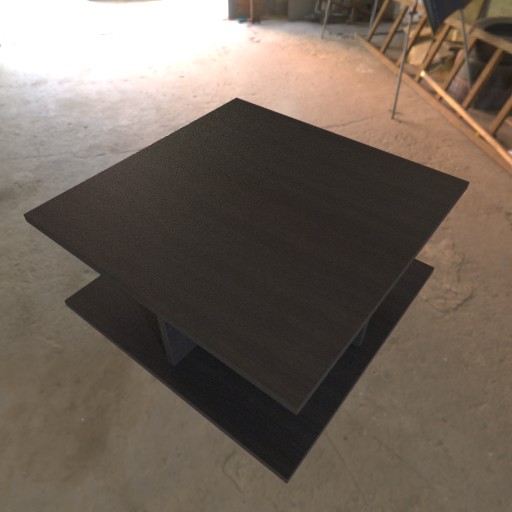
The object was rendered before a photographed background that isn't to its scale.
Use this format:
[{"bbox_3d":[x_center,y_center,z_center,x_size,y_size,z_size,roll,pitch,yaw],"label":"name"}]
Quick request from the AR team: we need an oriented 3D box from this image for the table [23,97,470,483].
[{"bbox_3d":[0.000,0.000,1.201,0.762,0.396,0.762,29,52,26],"label":"table"}]
